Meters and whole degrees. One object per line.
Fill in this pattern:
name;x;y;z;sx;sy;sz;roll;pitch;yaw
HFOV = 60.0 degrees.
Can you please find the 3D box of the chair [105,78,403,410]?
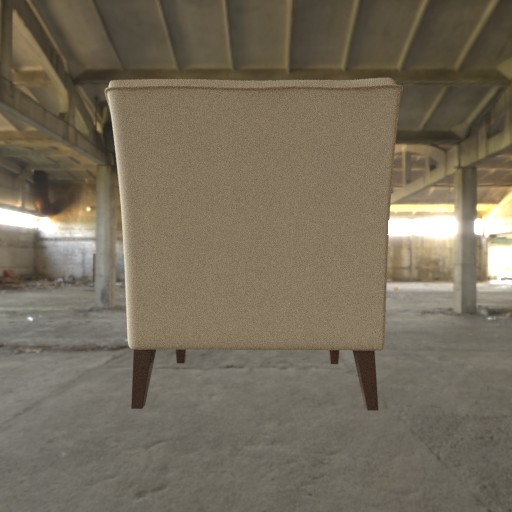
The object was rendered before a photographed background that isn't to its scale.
chair;0.000;0.000;1.566;0.780;0.919;0.899;0;-1;1
